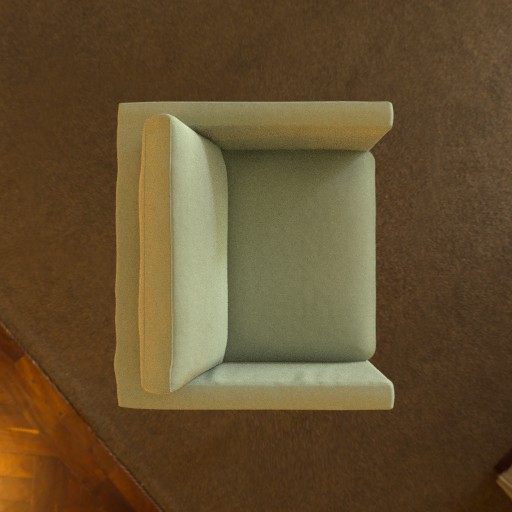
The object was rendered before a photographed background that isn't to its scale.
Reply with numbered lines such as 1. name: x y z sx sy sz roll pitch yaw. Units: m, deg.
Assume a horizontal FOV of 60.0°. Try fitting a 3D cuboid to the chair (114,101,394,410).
1. chair: 0.000 0.000 1.733 0.949 0.863 1.057 0 89 0
